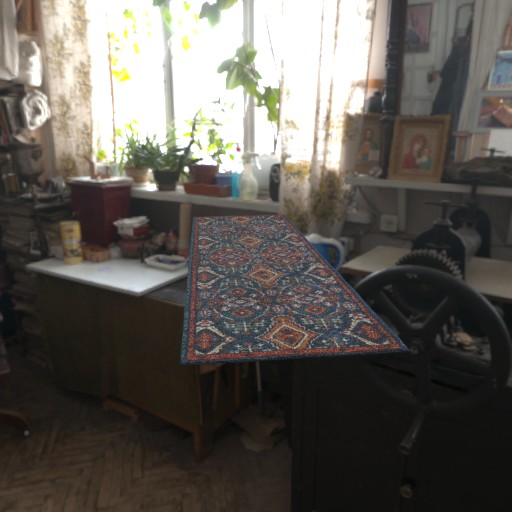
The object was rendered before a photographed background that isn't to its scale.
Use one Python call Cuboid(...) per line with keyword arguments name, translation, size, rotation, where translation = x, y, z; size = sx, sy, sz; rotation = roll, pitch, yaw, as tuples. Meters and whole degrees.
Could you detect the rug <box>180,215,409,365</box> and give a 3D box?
Cuboid(name="rug", translation=(0.000, 0.000, 2.674), size=(0.801, 0.010, 2.459), rotation=(-2, 17, -6))
